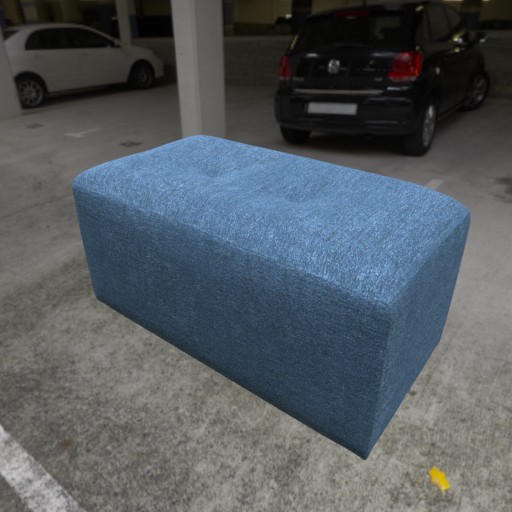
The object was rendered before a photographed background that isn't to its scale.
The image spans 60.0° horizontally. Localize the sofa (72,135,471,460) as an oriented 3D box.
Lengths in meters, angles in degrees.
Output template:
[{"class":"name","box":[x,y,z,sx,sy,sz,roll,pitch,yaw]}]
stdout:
[{"class":"sofa","box":[0.000,0.000,1.194,0.930,0.470,0.480,22,37,32]}]
